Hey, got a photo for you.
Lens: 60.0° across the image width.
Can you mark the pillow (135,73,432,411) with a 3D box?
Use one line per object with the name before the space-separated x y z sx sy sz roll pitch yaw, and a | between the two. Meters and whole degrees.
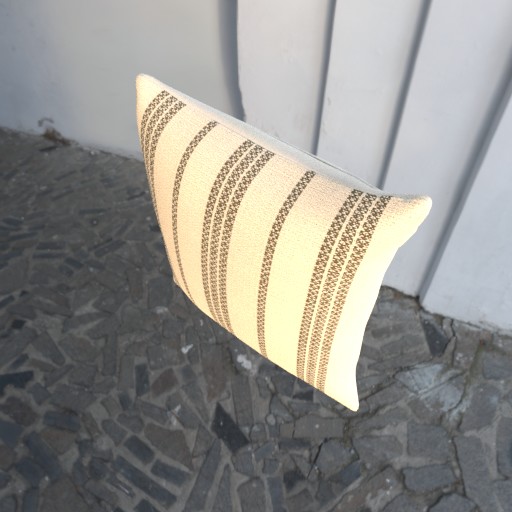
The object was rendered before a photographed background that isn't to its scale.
pillow | 0.000 0.000 0.621 0.405 0.406 0.173 32 54 27
